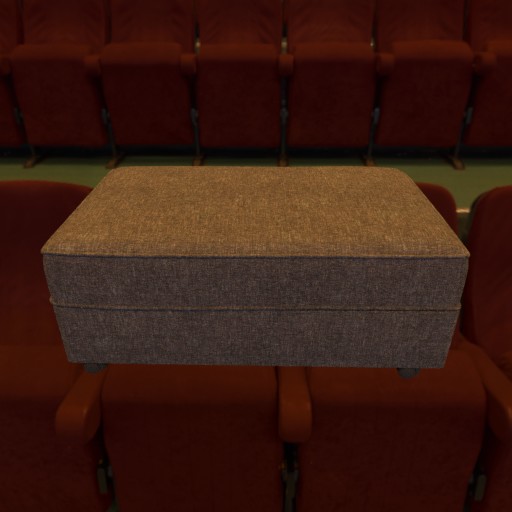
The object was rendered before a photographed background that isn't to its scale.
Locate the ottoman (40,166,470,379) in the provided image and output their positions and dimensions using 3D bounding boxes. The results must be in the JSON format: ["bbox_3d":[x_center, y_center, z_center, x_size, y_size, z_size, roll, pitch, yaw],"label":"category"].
[{"bbox_3d":[0.000,0.000,1.559,1.184,0.487,0.717,1,30,1],"label":"ottoman"}]
